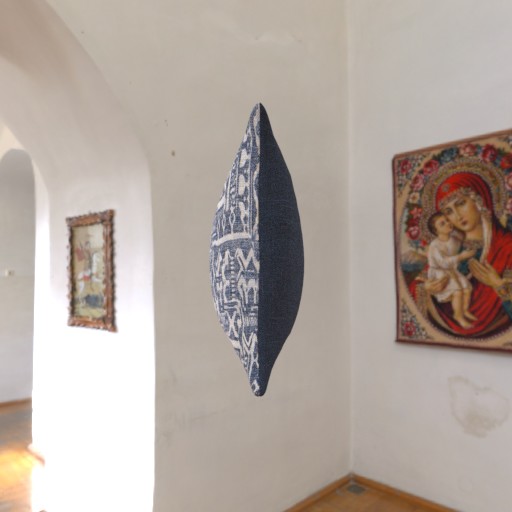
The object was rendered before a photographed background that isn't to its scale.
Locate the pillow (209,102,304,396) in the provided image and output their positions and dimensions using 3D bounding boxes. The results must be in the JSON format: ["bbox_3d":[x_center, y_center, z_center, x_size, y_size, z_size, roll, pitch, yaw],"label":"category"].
[{"bbox_3d":[0.000,0.000,0.746,0.148,0.292,0.631,0,-2,0],"label":"pillow"}]
